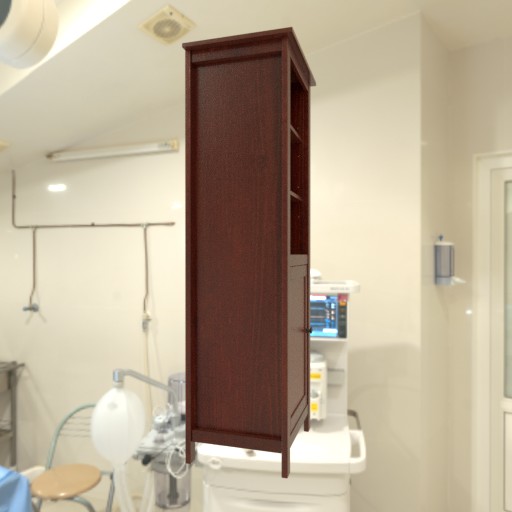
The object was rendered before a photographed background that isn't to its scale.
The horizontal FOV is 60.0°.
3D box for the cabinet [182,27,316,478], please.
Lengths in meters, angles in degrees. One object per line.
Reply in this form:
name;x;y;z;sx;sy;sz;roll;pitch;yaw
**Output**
cabinet;0.000;0.000;1.764;0.401;1.518;0.500;0;0;17
